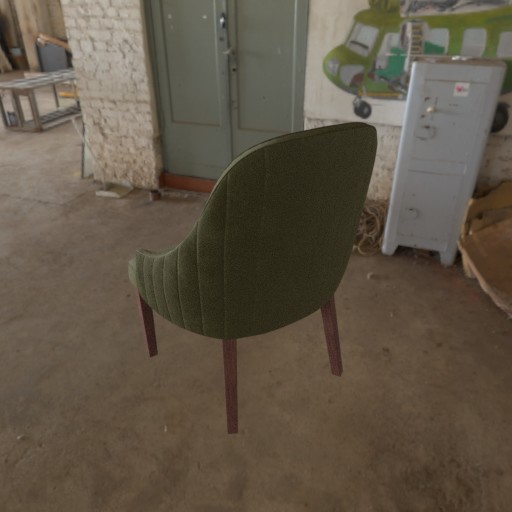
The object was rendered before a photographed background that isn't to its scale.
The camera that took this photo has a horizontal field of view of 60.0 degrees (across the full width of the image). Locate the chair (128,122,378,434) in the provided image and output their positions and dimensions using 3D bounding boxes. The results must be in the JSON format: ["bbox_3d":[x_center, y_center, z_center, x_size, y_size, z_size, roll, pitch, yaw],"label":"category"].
[{"bbox_3d":[0.000,0.000,1.351,0.643,0.889,0.575,-18,35,-29],"label":"chair"}]
